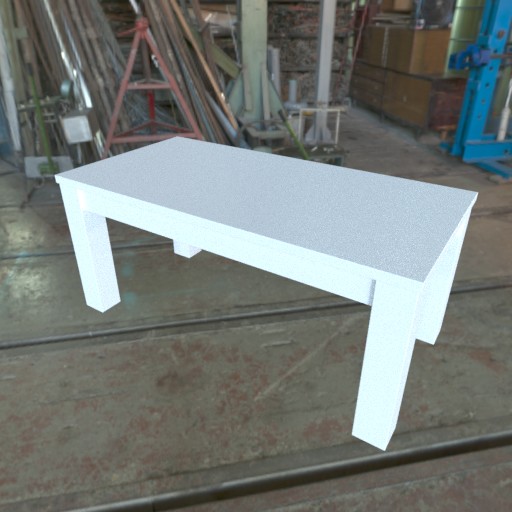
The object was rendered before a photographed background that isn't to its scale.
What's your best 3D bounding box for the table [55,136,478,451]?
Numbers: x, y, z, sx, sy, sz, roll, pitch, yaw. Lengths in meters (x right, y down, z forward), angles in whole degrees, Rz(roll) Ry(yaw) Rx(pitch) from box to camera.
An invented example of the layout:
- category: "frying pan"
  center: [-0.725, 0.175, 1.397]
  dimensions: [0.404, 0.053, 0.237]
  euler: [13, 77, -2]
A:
- category: "table"
  center: [0.000, 0.000, 2.288]
  dimensions: [1.800, 0.790, 0.900]
  euler: [18, 34, 29]
